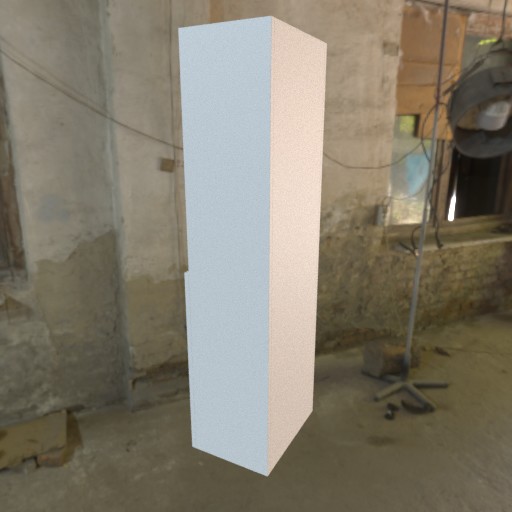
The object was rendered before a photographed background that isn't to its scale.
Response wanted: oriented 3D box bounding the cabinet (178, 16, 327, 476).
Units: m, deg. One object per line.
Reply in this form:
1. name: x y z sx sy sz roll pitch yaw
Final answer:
1. cabinet: 0.000 0.000 1.496 0.300 1.350 0.400 8 18 27
